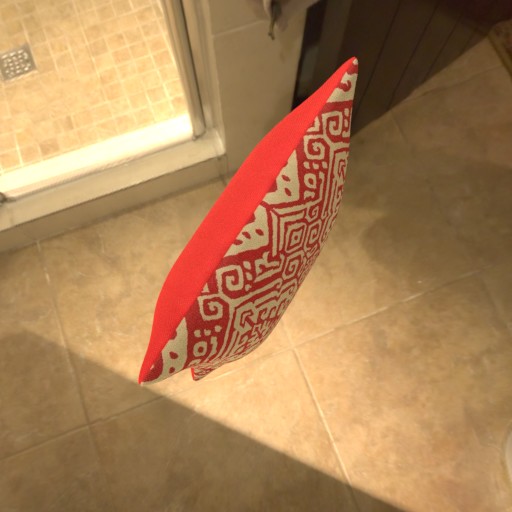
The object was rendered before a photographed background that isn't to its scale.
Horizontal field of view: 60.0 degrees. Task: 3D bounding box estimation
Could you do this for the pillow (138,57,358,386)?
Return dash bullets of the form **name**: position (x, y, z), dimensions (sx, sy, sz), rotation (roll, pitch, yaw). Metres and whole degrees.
- **pillow**: position (0.000, 0.000, 0.805), dimensions (0.192, 0.507, 0.522), rotation (31, 77, 8)
